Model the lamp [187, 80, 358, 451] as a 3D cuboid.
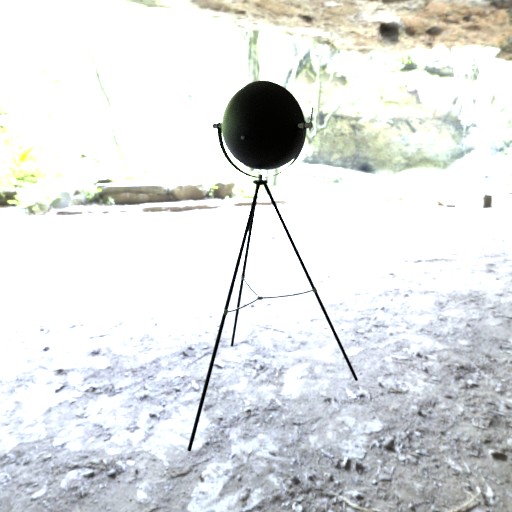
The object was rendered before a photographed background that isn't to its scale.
[{"bbox_3d":[0.000,0.000,2.023,0.817,1.512,0.920,8,18,26],"label":"lamp"}]
